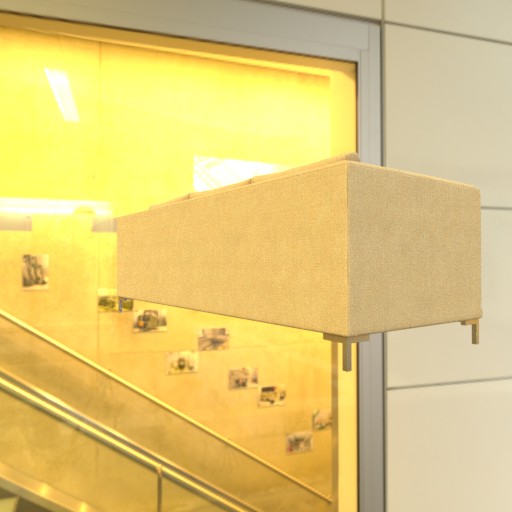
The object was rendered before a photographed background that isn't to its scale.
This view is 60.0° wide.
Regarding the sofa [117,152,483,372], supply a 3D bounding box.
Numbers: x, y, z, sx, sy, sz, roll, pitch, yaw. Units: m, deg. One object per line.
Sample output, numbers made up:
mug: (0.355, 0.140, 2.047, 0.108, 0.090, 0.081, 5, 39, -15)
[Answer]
sofa: (0.000, 0.000, 2.824, 0.969, 0.867, 2.415, 1, -1, -36)
